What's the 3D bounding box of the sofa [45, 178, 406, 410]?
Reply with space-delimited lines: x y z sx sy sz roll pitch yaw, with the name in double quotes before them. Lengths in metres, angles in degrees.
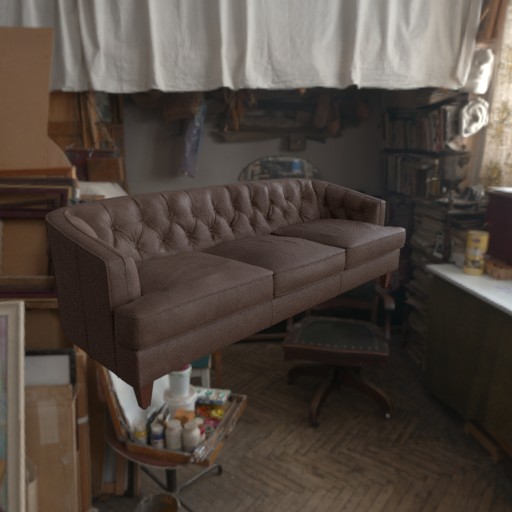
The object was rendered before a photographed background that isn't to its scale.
"sofa" 0.000 0.000 2.702 0.927 0.787 2.227 14 21 42
